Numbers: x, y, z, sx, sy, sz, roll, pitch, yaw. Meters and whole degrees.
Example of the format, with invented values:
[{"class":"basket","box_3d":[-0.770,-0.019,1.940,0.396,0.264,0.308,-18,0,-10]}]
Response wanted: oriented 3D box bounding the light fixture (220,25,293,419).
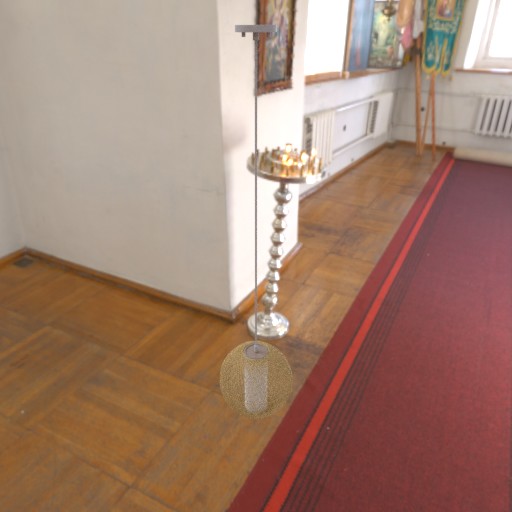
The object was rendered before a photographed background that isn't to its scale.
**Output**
[{"class":"light fixture","box_3d":[0.000,0.000,2.115,0.407,1.955,0.406,-8,29,-15]}]
